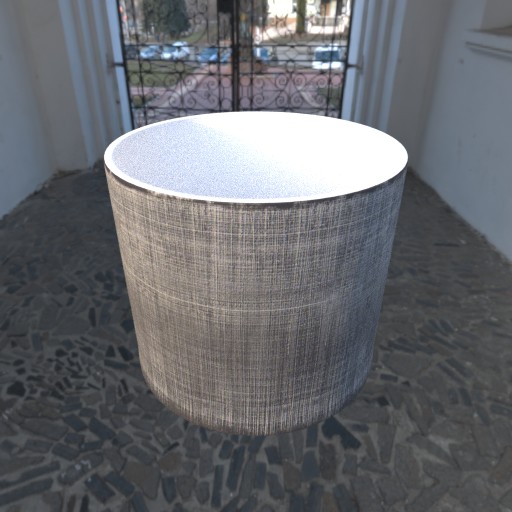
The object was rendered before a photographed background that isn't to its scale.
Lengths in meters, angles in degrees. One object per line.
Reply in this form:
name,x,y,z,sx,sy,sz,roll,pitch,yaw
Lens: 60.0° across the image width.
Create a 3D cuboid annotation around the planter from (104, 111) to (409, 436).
planter,0.000,0.000,0.309,0.178,0.157,0.178,0,30,0
